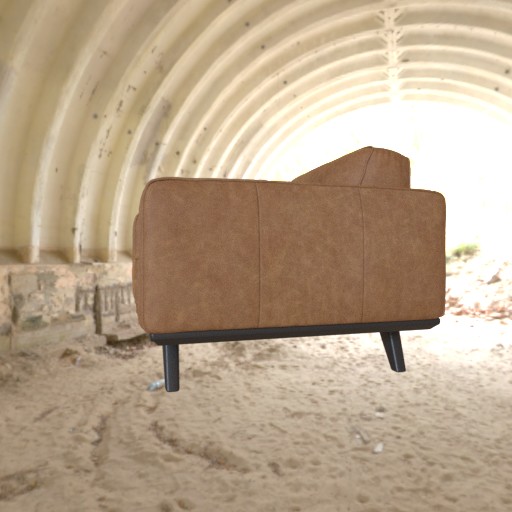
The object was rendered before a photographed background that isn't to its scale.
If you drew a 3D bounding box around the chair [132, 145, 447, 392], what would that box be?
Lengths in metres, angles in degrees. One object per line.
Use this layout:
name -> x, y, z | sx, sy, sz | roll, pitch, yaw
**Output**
chair -> 0.000, 0.000, 1.766 | 0.952, 0.782, 1.118 | 0, 0, -17
